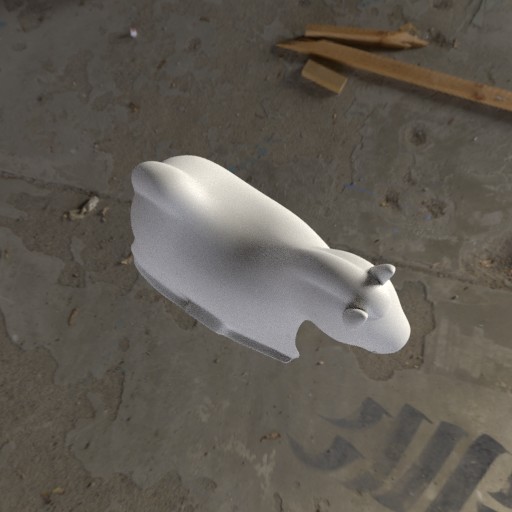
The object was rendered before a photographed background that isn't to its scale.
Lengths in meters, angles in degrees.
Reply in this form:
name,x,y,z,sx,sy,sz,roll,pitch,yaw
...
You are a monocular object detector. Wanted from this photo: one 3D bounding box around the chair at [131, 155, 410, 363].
name,x,y,z,sx,sy,sz,roll,pitch,yaw
chair,0.000,0.000,1.139,0.800,0.612,0.429,33,78,8
